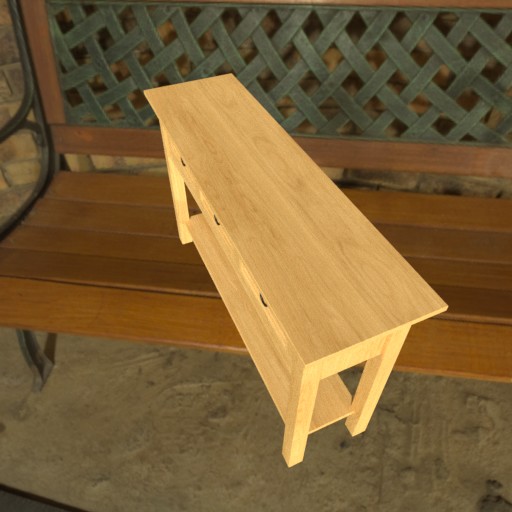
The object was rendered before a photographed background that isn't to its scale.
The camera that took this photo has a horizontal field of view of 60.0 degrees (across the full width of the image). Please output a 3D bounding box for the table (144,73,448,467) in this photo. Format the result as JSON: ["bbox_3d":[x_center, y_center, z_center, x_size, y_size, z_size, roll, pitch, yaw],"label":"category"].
[{"bbox_3d":[0.000,0.000,1.554,0.350,0.730,1.240,-18,49,-16],"label":"table"}]
